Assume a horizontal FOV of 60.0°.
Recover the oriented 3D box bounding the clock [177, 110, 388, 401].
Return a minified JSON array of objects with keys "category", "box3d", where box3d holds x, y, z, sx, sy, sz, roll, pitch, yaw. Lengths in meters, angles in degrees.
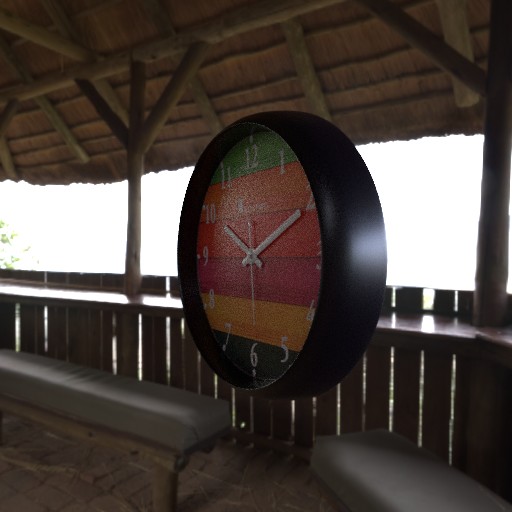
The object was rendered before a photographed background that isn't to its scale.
[{"category":"clock","box3d":[0.000,0.000,0.464,0.060,0.300,0.300,-1,1,-35]}]
